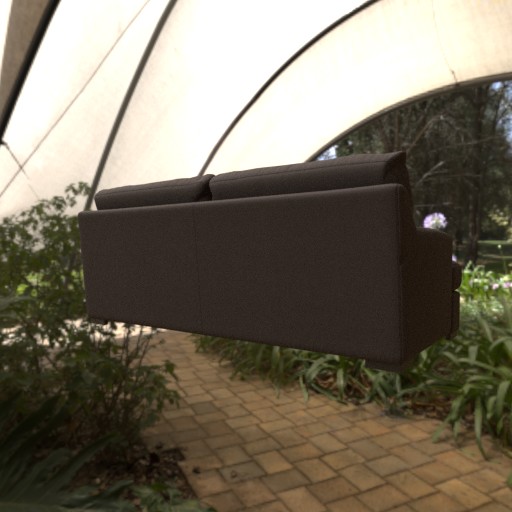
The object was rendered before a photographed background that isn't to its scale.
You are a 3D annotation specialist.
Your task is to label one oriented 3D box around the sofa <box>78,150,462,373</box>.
[{"bbox_3d":[0.000,0.000,2.825,2.271,0.950,1.140,1,1,36],"label":"sofa"}]
